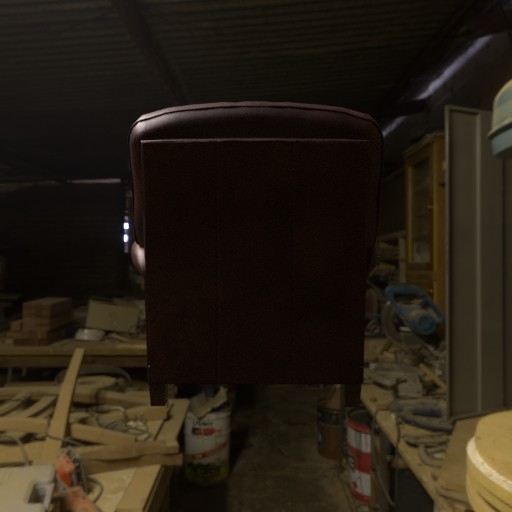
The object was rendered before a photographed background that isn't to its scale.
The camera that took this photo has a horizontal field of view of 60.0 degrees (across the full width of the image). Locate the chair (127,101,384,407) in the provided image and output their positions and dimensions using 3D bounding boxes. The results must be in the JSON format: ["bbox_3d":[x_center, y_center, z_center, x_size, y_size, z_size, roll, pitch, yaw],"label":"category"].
[{"bbox_3d":[0.000,0.000,1.799,0.936,1.018,0.986,0,0,0],"label":"chair"}]
